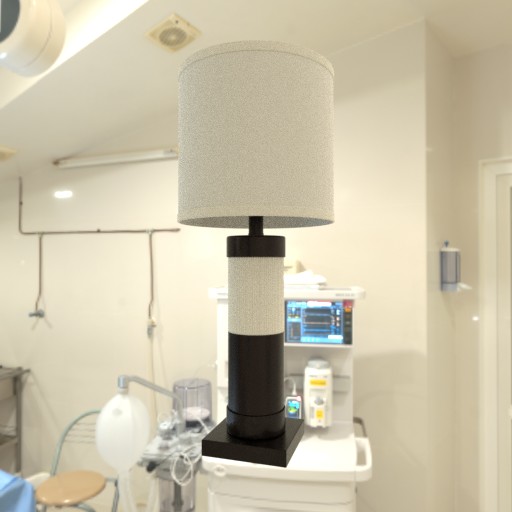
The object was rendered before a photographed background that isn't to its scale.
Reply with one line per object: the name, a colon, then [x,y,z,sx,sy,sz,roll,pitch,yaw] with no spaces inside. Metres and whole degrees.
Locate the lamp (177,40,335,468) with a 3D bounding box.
lamp: [0.000,0.000,0.602,0.211,0.509,0.211,0,-1,17]
